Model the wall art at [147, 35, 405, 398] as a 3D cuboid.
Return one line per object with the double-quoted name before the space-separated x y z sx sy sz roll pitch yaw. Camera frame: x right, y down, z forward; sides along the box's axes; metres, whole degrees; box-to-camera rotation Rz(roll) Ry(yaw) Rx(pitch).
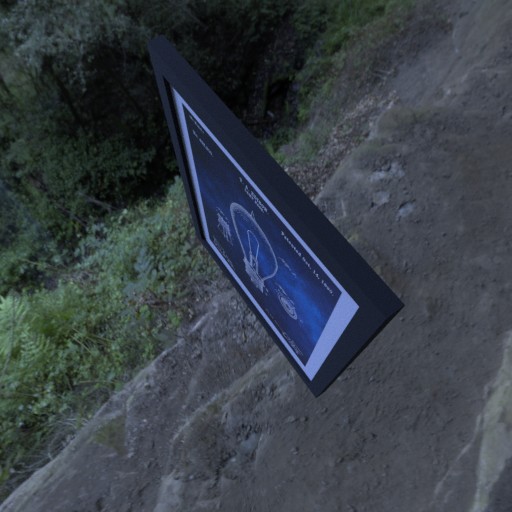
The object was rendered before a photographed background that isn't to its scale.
"wall art" 0.000 0.000 0.694 0.023 0.505 0.428 -33 69 -14
